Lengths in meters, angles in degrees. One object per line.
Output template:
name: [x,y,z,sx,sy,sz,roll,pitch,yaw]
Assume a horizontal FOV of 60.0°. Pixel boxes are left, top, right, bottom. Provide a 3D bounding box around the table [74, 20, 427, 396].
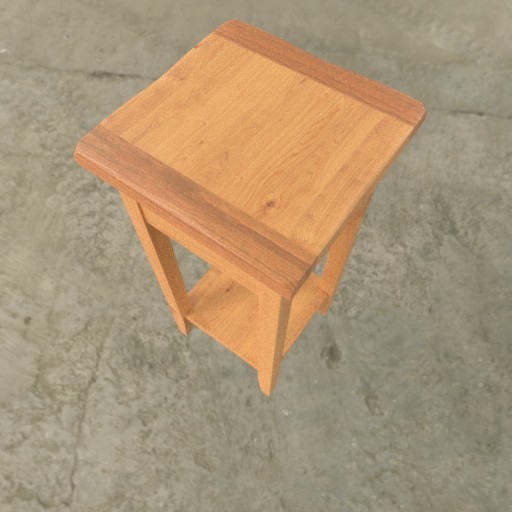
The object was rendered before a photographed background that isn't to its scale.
table: [0.000,0.000,0.939,0.360,0.740,0.360,32,66,17]
